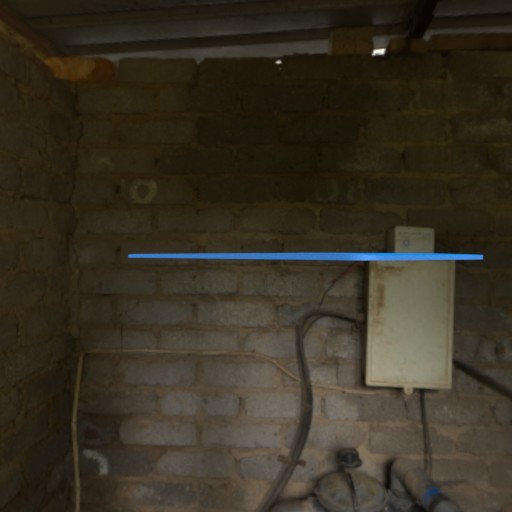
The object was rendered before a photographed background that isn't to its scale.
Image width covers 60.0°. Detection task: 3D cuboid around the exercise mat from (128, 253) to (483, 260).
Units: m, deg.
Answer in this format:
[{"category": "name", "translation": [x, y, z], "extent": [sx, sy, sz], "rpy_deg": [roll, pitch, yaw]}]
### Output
[{"category": "exercise mat", "translation": [0.000, 0.000, 2.068], "extent": [0.616, 0.021, 1.869], "rpy_deg": [0, 0, -35]}]
